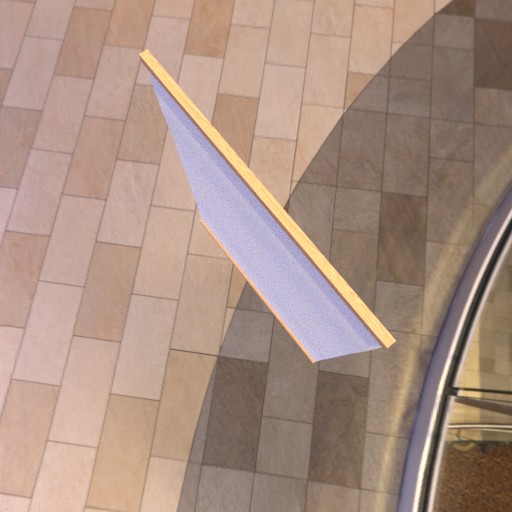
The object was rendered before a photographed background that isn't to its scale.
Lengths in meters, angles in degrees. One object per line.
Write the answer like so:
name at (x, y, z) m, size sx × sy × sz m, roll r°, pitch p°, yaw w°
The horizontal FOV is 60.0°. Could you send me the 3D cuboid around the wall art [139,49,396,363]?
wall art at (0.000, 0.000, 1.310) m, size 0.020 × 1.016 × 0.739 m, roll -37°, pitch 78°, yaw -9°
